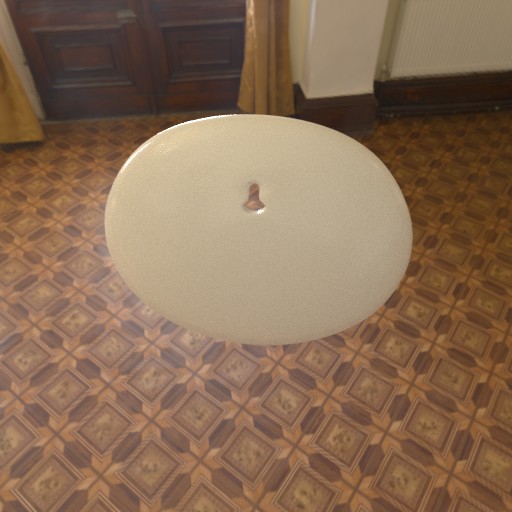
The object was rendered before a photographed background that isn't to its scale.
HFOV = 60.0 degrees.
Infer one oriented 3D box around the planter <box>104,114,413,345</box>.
[{"bbox_3d":[0.000,0.000,0.274,0.185,0.188,0.043,3,46,3],"label":"planter"}]
